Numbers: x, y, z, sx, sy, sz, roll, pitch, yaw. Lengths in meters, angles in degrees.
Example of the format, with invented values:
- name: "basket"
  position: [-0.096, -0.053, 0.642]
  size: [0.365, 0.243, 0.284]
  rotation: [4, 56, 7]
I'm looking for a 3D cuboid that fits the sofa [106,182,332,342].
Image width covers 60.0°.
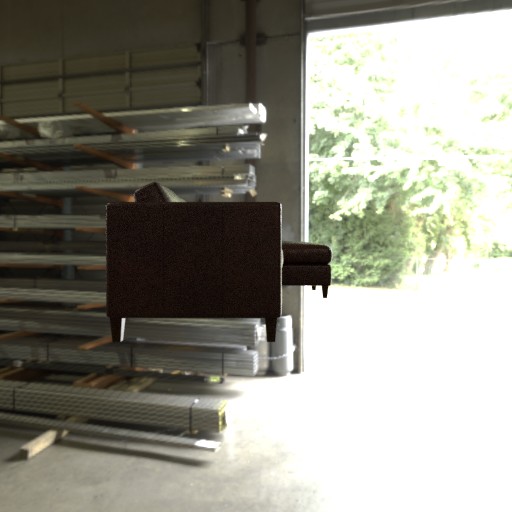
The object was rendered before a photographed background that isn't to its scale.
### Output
- name: "sofa"
  position: [0.000, 0.000, 3.929]
  size: [1.581, 0.883, 3.203]
  rotation: [0, 1, 0]
